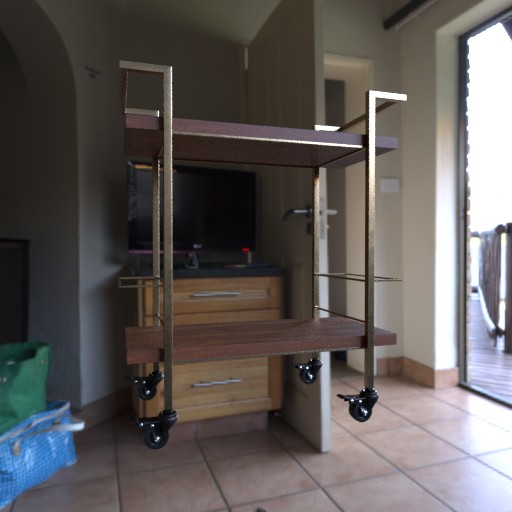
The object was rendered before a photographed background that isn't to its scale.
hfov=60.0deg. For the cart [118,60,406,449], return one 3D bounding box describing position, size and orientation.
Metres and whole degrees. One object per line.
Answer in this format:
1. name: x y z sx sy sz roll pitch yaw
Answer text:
1. cart: 0.000 0.000 1.166 0.695 0.807 0.364 0 1 -17
